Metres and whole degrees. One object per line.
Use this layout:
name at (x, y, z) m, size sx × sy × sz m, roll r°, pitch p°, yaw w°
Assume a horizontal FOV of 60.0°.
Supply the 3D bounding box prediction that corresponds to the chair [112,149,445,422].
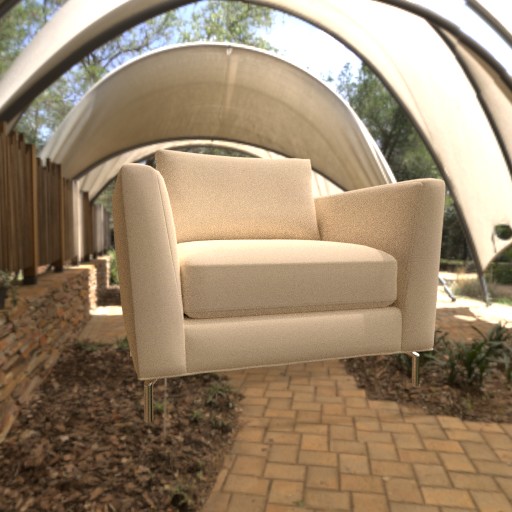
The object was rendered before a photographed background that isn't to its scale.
chair at (0.000, 0.000, 1.709) m, size 1.041 × 0.865 × 0.889 m, roll -1°, pitch 3°, yaw -19°
